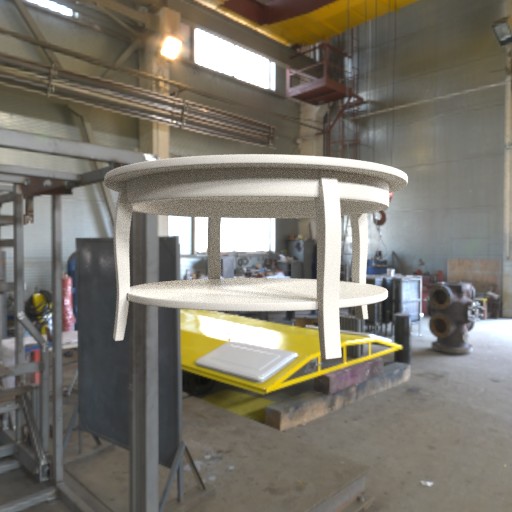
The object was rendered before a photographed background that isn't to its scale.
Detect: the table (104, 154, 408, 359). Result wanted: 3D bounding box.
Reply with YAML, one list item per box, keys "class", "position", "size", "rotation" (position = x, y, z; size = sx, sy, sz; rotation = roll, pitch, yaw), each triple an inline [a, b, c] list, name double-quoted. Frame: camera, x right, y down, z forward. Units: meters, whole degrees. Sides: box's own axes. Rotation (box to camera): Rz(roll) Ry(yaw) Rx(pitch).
- class: "table"
  position: [0.000, 0.000, 1.410]
  size: [0.910, 0.457, 0.910]
  rotation: [0, 1, 0]
